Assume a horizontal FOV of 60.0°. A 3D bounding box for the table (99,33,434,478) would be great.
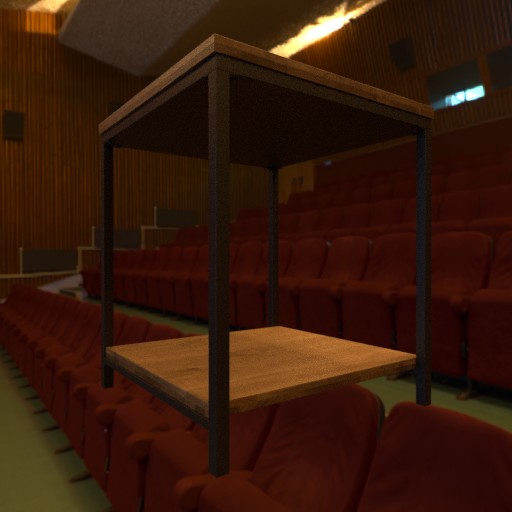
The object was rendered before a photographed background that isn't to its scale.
[{"bbox_3d":[0.000,0.000,0.937,0.503,0.589,0.507,0,0,-36],"label":"table"}]
